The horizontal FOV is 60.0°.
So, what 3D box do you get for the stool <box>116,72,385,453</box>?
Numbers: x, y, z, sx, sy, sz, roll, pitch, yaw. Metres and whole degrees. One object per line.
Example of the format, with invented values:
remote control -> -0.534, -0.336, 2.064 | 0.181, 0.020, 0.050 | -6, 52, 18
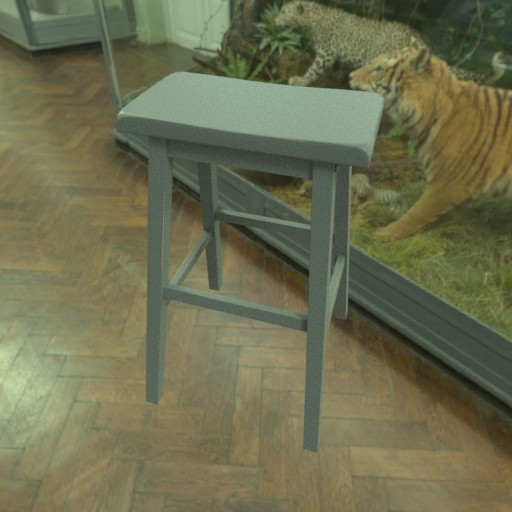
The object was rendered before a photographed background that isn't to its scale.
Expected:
stool -> 0.000, 0.000, 1.048 | 0.457, 0.737, 0.476 | 12, 42, 13
